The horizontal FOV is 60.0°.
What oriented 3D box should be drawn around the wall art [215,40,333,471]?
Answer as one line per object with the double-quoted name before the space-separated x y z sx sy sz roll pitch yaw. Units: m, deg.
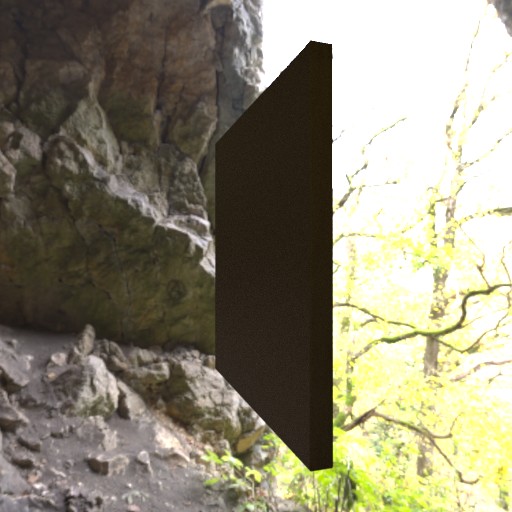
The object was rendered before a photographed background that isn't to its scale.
"wall art" 0.000 0.000 0.762 0.030 0.506 0.503 0 0 -18
